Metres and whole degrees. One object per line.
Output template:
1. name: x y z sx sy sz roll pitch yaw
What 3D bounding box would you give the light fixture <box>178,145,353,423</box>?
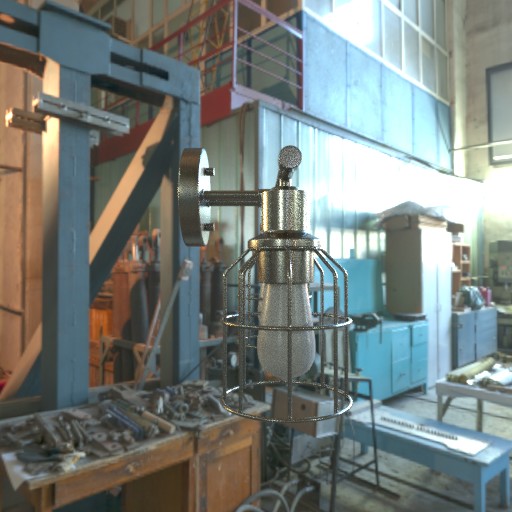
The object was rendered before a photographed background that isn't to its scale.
1. light fixture: 0.000 0.000 0.526 0.165 0.254 0.406 0 -1 0
